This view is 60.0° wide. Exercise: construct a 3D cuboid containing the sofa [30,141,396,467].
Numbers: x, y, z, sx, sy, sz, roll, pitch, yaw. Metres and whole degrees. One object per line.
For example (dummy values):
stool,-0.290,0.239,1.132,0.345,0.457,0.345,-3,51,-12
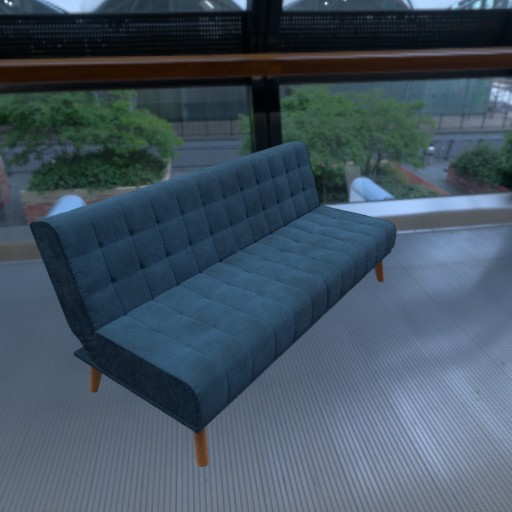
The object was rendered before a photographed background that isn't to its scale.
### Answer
sofa,0.000,0.000,2.293,0.855,0.813,1.804,18,31,32
